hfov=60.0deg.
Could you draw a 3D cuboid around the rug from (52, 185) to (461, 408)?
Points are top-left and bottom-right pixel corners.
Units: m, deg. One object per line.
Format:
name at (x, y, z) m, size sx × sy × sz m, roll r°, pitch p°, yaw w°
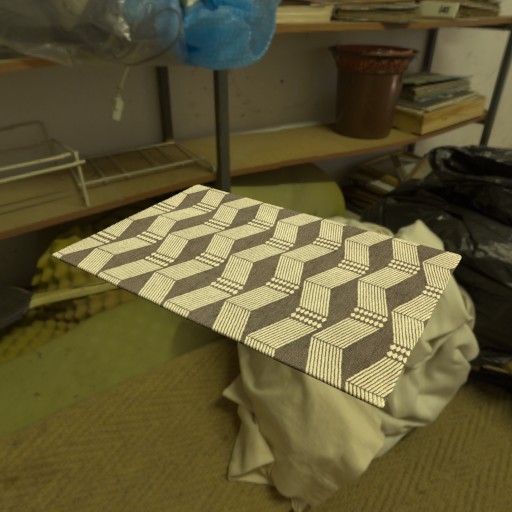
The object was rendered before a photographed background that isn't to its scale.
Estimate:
rug at (0.000, 0.000, 2.366) m, size 1.833 × 0.016 × 1.210 m, roll 19°, pitch 36°, yaw 28°
